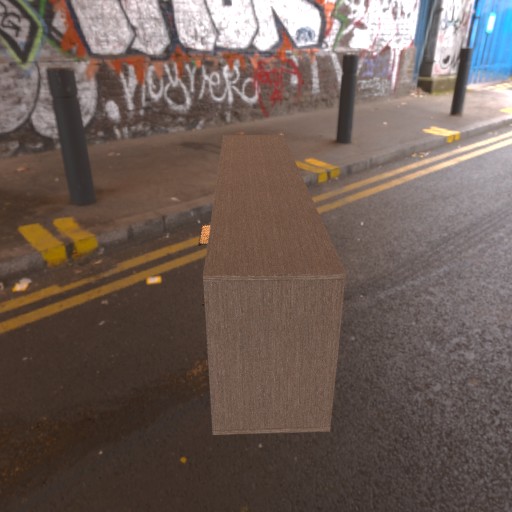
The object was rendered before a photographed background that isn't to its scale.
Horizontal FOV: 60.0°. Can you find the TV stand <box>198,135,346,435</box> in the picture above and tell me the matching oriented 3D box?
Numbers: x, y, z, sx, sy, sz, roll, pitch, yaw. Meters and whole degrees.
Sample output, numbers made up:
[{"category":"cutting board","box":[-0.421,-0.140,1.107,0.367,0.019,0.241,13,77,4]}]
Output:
[{"category":"TV stand","box":[0.000,0.000,2.131,0.405,0.787,1.804,-1,26,-2]}]
